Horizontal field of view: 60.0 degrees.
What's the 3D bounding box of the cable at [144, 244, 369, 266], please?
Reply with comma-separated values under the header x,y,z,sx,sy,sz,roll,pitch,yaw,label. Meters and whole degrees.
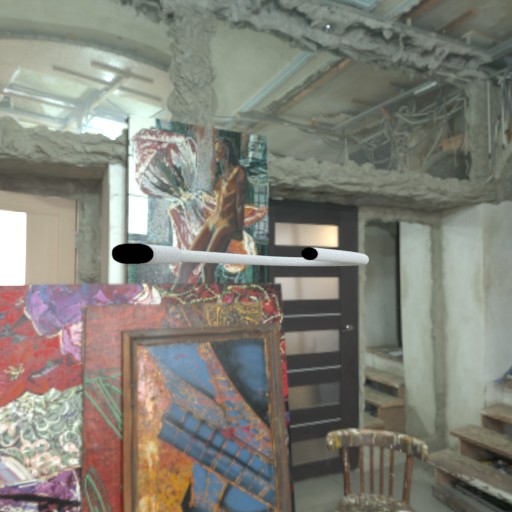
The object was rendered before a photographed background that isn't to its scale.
x,y,z,sx,sy,sz,roll,pitch,yaw,label
0.000,0.000,0.111,0.040,0.006,0.098,-2,-3,36,cable
